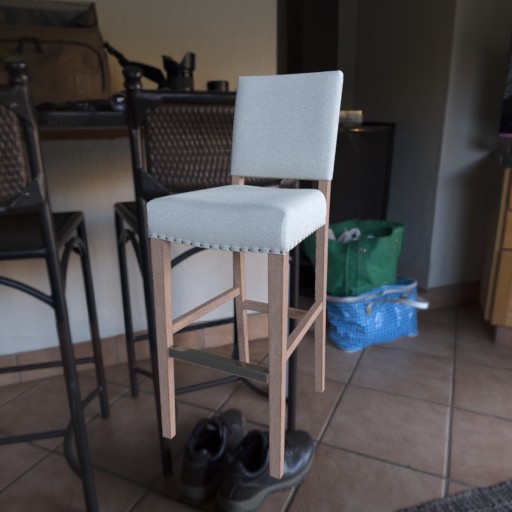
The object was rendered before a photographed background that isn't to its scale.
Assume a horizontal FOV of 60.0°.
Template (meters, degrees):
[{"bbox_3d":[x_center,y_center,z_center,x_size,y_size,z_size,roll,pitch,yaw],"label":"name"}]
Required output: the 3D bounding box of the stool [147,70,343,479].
[{"bbox_3d":[0.000,0.000,1.429,0.428,1.143,0.546,8,17,26],"label":"stool"}]
